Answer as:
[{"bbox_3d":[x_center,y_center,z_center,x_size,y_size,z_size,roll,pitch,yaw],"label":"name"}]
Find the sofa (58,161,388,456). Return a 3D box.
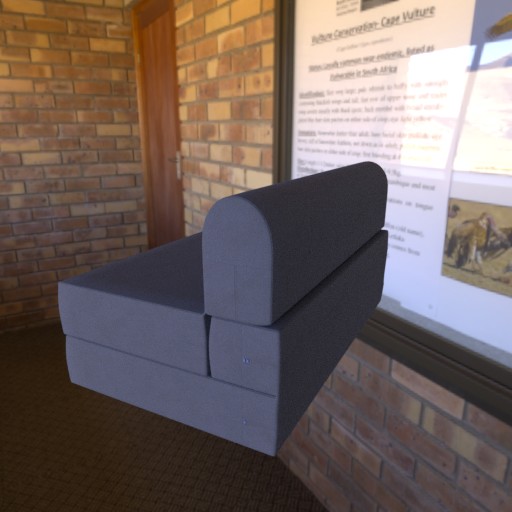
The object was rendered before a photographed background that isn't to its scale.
[{"bbox_3d":[0.000,0.000,1.707,0.762,0.660,1.219,8,18,27],"label":"sofa"}]
